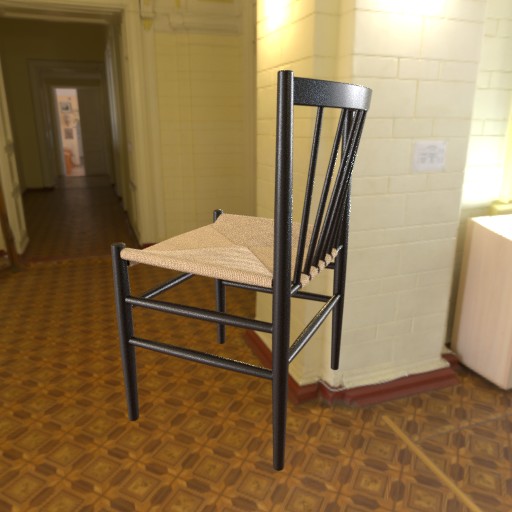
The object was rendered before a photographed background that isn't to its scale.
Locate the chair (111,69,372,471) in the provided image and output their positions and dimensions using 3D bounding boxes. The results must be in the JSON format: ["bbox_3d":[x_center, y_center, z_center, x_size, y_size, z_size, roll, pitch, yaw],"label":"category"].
[{"bbox_3d":[0.000,0.000,1.129,0.516,0.818,0.495,8,18,24],"label":"chair"}]
